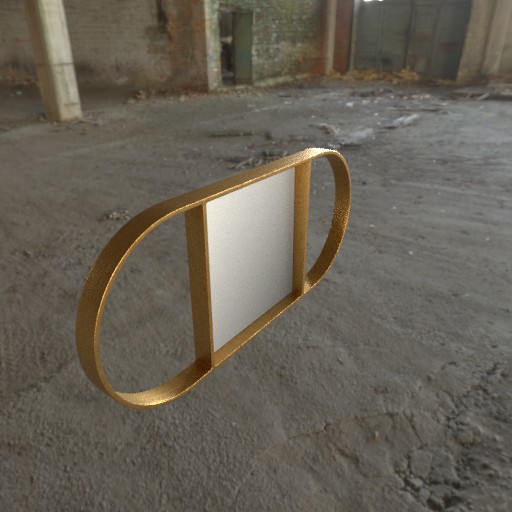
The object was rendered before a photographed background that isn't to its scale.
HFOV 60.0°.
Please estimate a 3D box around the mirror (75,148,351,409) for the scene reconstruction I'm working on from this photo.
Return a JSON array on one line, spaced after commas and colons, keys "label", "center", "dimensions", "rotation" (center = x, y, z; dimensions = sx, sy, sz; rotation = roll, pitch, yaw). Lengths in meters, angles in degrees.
[{"label": "mirror", "center": [0.000, 0.000, 0.661], "dimensions": [0.032, 0.254, 0.584], "rotation": [18, 32, 32]}]
